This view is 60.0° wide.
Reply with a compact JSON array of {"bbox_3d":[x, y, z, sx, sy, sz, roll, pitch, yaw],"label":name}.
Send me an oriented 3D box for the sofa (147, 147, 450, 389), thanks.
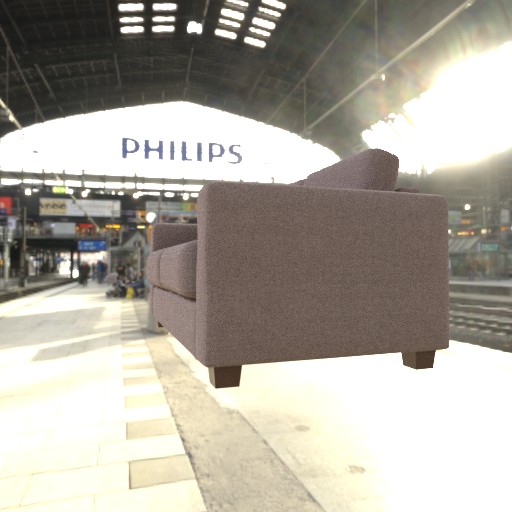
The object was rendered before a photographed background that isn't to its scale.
[{"bbox_3d":[0.000,0.000,2.075,0.900,0.800,1.520,0,-1,-19],"label":"sofa"}]
